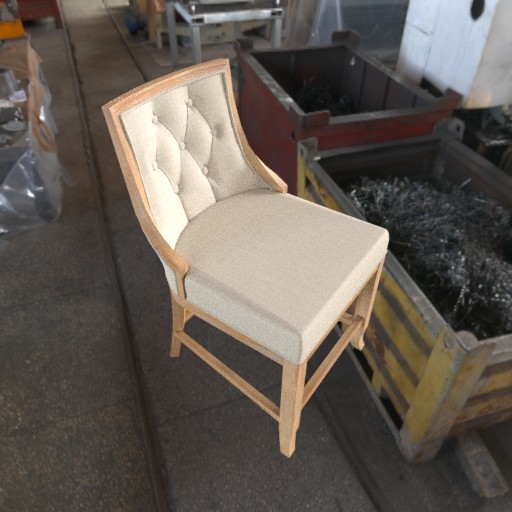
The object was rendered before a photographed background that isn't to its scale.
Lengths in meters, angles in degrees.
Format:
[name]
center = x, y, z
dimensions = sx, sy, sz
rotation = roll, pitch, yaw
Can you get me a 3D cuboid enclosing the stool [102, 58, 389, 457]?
[stool]
center = 0.000, 0.000, 1.334
dimensions = 0.626, 0.938, 0.524
rotation = 25, 47, 26
